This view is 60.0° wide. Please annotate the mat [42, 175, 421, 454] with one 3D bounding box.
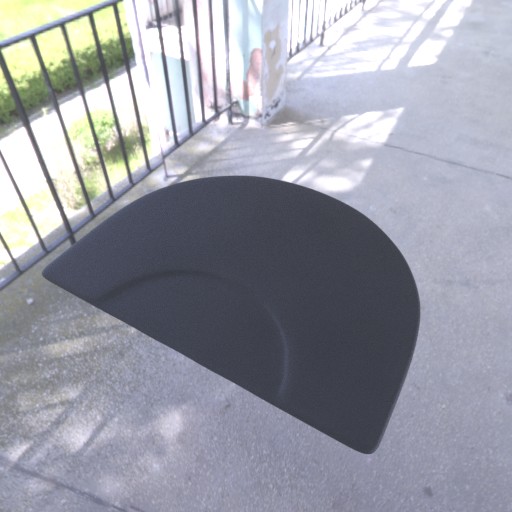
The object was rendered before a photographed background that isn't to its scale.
[{"bbox_3d":[0.000,0.000,1.589,1.220,0.016,0.917,23,50,21],"label":"mat"}]
